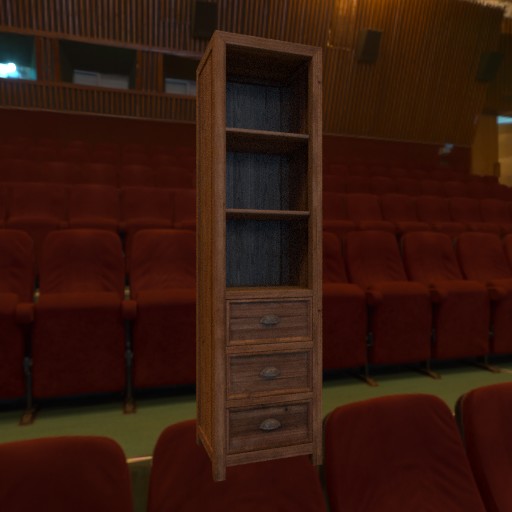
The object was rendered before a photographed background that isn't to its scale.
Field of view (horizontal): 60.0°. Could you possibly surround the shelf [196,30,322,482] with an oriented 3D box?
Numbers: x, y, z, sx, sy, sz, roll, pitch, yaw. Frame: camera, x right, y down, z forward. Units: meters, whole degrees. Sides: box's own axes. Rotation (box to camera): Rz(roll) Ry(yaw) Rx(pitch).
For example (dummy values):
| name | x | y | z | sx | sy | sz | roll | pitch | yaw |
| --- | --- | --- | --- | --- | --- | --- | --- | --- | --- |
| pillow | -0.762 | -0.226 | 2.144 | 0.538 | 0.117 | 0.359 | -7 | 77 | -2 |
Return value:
| name | x | y | z | sx | sy | sz | roll | pitch | yaw |
| --- | --- | --- | --- | --- | --- | --- | --- | --- | --- |
| shelf | 0.000 | 0.000 | 2.138 | 0.500 | 1.900 | 0.428 | 0 | 0 | -18 |
